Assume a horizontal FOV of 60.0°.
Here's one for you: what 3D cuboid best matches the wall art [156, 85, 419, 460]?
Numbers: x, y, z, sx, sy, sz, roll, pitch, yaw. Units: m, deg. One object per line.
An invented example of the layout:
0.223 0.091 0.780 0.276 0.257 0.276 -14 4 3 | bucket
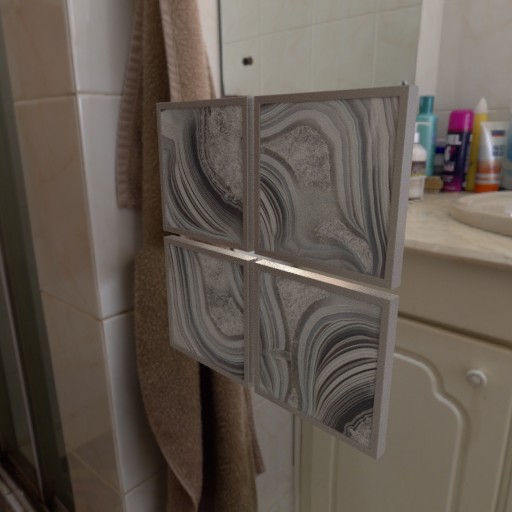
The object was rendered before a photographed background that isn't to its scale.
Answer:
0.000 0.000 0.901 0.611 0.611 0.029 15 22 42 | wall art
